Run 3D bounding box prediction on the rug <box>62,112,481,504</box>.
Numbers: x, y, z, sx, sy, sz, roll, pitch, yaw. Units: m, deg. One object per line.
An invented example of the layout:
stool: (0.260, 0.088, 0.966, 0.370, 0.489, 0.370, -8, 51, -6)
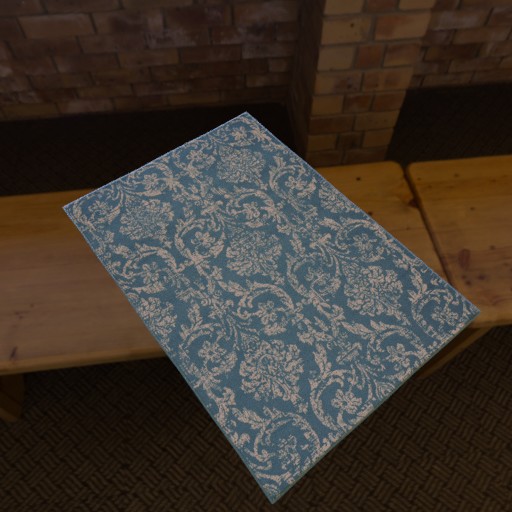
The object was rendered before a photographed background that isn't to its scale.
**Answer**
rug: (0.000, 0.000, 2.746, 1.554, 0.012, 2.205, -34, 63, -20)
